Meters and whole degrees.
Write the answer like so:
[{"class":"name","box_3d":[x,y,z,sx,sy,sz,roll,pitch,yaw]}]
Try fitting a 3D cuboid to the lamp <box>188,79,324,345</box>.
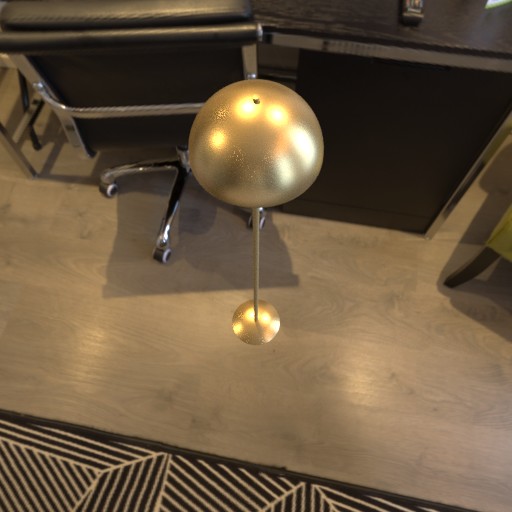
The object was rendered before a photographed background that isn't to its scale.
[{"class":"lamp","box_3d":[0.000,0.000,1.590,0.328,1.480,0.328,-18,65,-9]}]
